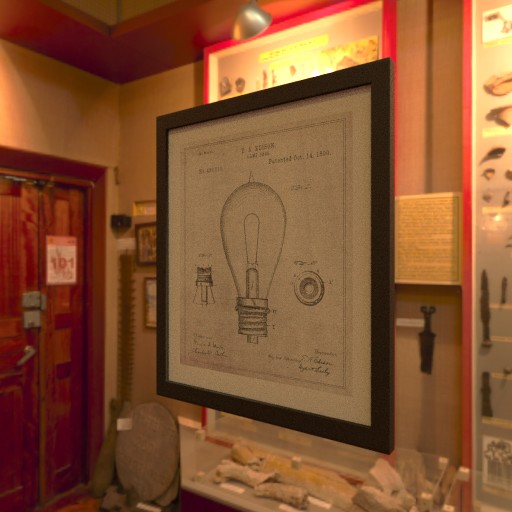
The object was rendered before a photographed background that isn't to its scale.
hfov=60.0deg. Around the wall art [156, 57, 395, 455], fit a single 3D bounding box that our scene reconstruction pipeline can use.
[{"bbox_3d":[0.000,0.000,0.697,0.430,0.509,0.021,0,0,35],"label":"wall art"}]
